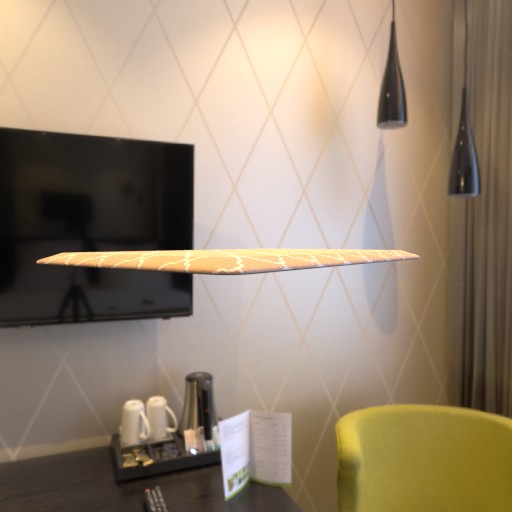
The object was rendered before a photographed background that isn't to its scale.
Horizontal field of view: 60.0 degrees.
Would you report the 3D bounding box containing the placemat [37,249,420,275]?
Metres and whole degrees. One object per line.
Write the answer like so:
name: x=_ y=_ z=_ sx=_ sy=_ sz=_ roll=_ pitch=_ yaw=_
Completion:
placemat: x=0.000 y=0.000 z=0.993 sx=0.508 sy=0.021 sz=0.762 roll=1 pitch=2 yaw=37
